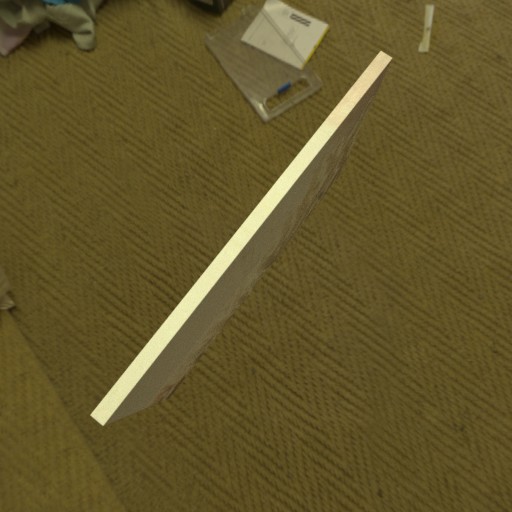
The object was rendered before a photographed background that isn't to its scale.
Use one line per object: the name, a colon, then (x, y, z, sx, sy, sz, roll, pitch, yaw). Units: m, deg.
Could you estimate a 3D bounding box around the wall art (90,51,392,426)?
wall art: (0.000, 0.000, 1.429, 0.041, 0.758, 1.142, 36, 79, 8)
